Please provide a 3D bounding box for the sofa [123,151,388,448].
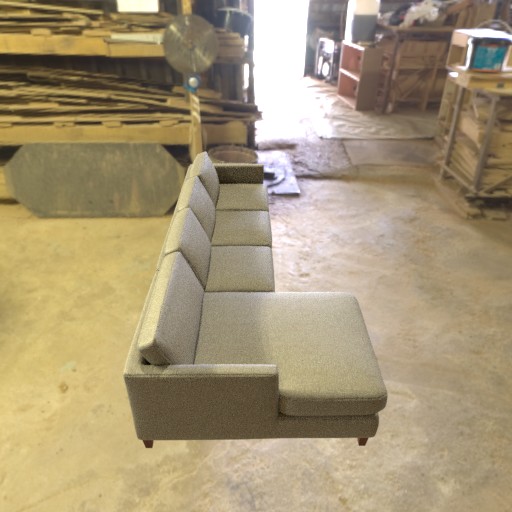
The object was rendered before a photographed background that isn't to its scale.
[{"bbox_3d":[0.000,0.000,3.836,1.502,0.876,3.201,0,32,-1],"label":"sofa"}]
